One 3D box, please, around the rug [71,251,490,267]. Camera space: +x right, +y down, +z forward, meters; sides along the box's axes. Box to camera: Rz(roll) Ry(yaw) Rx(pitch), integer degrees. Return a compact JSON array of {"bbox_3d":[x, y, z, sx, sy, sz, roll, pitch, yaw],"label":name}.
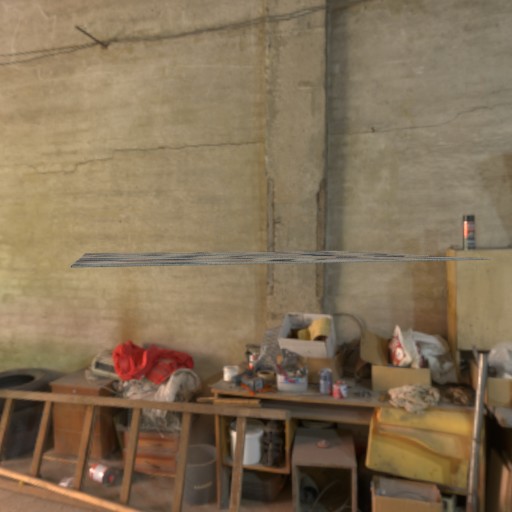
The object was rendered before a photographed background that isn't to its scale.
[{"bbox_3d":[0.000,0.000,4.147,3.072,0.011,2.451,-1,2,-19],"label":"rug"}]
